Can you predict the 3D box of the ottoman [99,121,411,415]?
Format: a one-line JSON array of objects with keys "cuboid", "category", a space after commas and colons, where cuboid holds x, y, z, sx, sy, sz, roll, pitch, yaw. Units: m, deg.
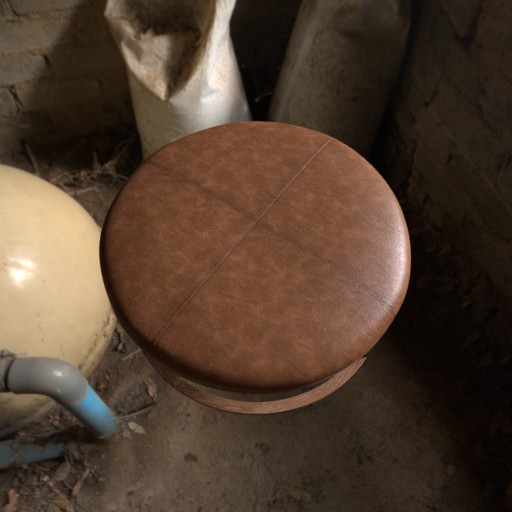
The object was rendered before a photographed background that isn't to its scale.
[{"cuboid": [0.000, 0.000, 1.565, 1.006, 0.445, 1.006, 0, 60, 0], "category": "ottoman"}]
